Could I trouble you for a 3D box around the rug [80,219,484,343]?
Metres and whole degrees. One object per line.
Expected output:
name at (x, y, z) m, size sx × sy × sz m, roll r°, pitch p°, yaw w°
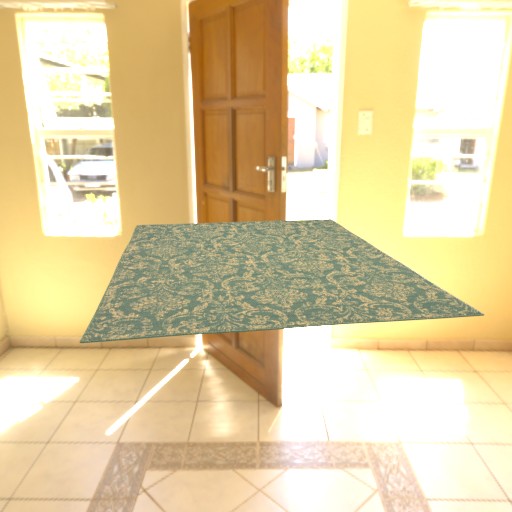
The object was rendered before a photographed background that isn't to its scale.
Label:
rug at (0.000, 0.000, 3.941) m, size 2.363 × 0.012 × 2.980 m, roll -2°, pitch 16°, yaw -8°
